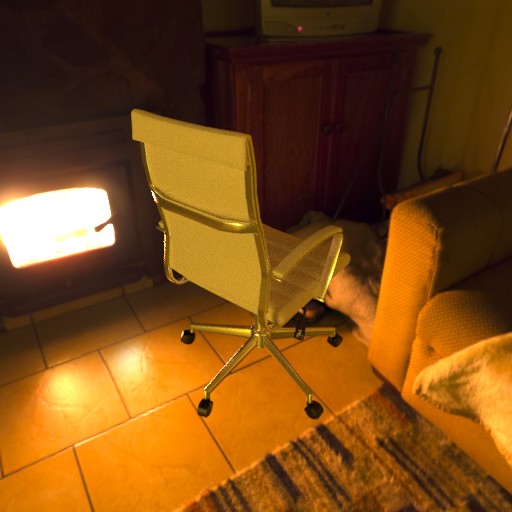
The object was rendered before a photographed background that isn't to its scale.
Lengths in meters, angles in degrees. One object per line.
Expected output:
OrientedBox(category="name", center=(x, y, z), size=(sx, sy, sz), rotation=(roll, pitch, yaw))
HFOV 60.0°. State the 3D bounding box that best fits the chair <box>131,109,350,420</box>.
OrientedBox(category="chair", center=(0.000, 0.000, 1.700), size=(0.766, 1.149, 0.739), rotation=(22, 38, 32))
